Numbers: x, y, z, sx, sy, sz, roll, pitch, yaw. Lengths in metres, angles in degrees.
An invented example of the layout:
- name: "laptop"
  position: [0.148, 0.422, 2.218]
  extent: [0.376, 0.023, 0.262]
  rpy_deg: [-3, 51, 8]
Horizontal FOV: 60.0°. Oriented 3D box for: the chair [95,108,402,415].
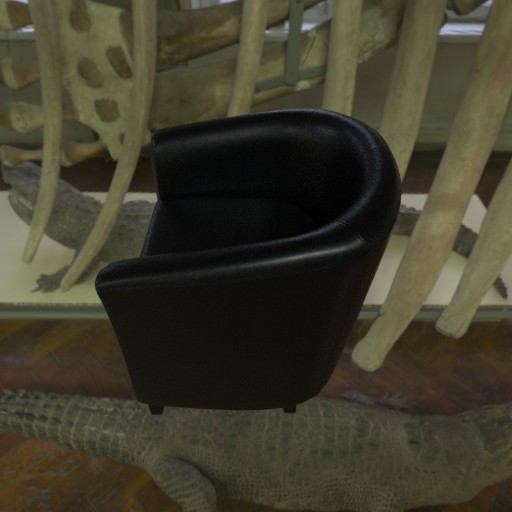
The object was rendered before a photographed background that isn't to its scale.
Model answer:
- name: "chair"
  position: [0.000, 0.000, 1.402]
  extent: [0.727, 0.756, 0.793]
  rpy_deg: [0, 41, 0]
